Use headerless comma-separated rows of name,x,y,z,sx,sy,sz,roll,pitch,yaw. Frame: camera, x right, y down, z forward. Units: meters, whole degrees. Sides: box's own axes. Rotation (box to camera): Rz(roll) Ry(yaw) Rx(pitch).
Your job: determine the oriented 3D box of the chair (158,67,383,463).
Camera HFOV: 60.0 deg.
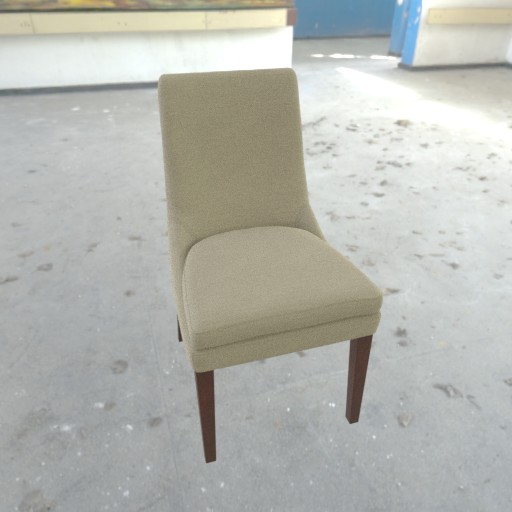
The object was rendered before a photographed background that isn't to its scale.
chair,0.000,0.000,1.313,0.515,0.940,0.638,-9,33,-14
